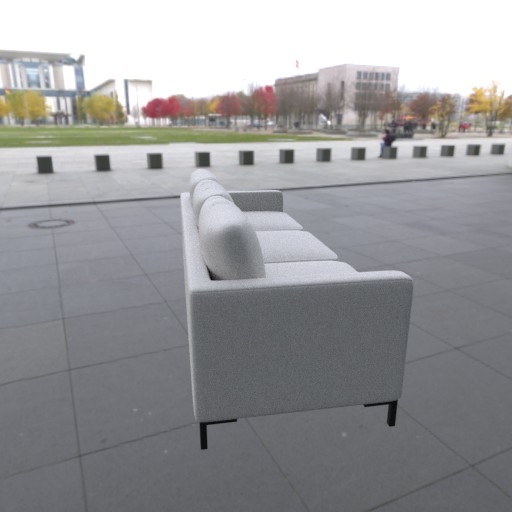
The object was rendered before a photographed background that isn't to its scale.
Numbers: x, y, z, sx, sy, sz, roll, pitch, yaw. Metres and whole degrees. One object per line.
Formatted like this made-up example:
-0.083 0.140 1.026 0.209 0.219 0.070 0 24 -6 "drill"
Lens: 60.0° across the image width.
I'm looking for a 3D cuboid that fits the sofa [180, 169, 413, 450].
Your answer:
0.000 0.000 2.678 0.859 0.874 2.218 -3 17 -10 "sofa"
